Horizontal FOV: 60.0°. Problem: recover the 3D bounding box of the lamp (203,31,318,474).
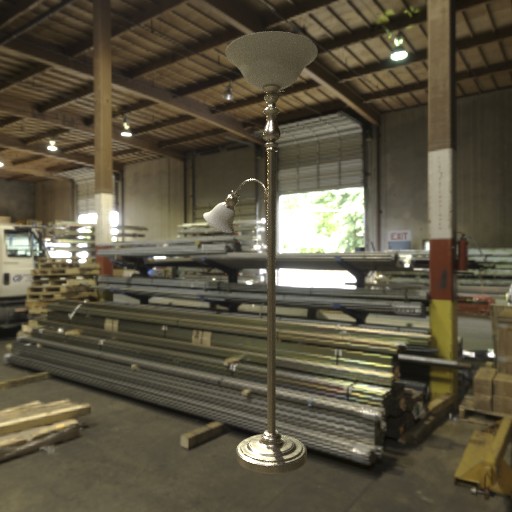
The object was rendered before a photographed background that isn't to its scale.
[{"bbox_3d":[0.000,0.000,2.015,0.575,1.785,0.405,0,1,36],"label":"lamp"}]
